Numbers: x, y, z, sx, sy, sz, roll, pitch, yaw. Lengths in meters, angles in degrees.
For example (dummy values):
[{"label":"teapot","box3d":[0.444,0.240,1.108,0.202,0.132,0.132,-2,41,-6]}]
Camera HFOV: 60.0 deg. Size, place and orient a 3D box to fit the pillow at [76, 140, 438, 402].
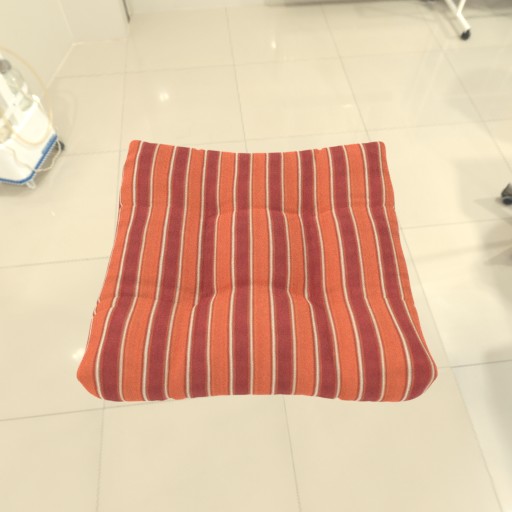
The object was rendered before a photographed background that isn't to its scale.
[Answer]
[{"label":"pillow","box3d":[0.000,0.000,0.735,0.490,0.133,0.468,0,58,0]}]
